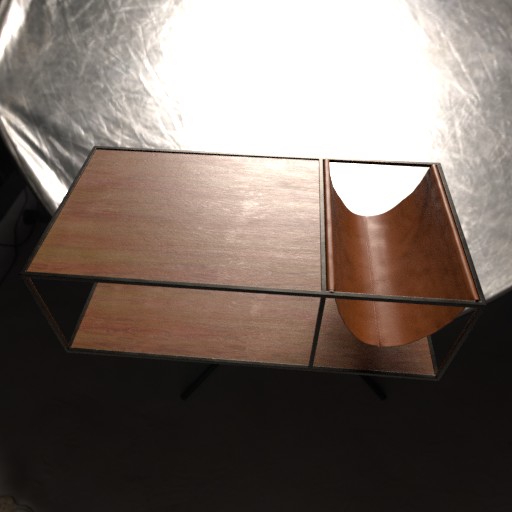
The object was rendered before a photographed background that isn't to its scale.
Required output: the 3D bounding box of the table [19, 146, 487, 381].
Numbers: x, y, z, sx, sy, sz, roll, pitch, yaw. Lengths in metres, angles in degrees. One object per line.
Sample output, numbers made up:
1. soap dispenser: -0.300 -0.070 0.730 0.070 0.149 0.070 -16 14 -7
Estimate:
1. table: 0.000 0.000 1.476 1.199 0.403 0.597 4 48 3
